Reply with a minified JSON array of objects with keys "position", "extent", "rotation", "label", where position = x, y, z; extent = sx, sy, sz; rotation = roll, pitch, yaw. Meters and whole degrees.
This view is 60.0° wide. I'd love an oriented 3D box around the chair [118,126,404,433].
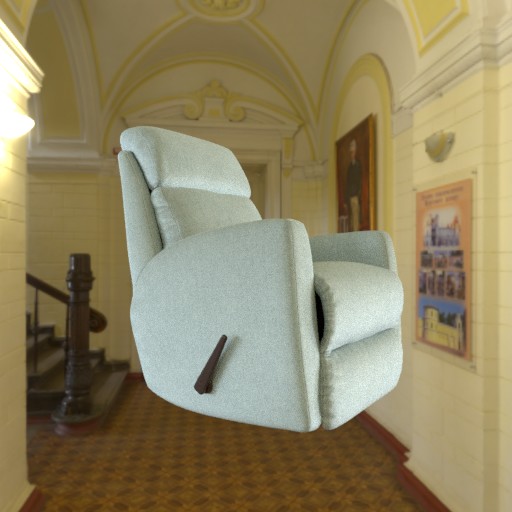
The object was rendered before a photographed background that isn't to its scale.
[{"position":[0.000,0.000,1.676],"extent":[0.940,1.013,0.812],"rotation":[0,0,37],"label":"chair"}]
